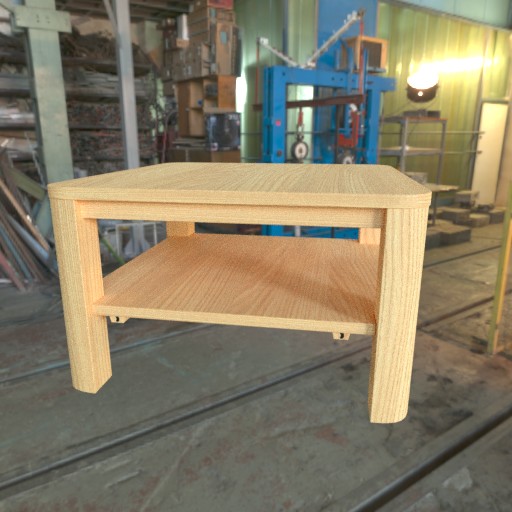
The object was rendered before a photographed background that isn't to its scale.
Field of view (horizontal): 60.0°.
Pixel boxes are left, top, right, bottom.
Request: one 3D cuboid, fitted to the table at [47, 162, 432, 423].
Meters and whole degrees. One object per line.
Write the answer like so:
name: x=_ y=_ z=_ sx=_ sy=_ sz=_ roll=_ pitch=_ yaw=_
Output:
table: x=0.000 y=0.000 z=1.215 sx=0.750 sy=0.450 sz=0.750 roll=3 pitch=16 yaw=9
